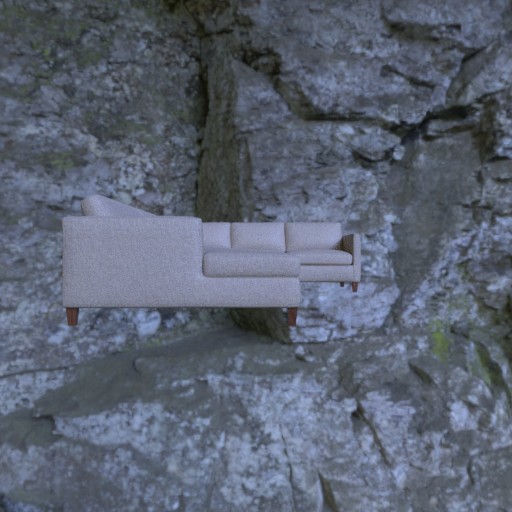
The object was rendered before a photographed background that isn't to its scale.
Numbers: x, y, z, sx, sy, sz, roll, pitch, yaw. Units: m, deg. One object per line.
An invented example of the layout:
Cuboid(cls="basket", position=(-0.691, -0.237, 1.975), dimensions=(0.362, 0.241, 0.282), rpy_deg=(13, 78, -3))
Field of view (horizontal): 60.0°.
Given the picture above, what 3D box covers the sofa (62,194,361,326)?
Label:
Cuboid(cls="sofa", position=(0.000, 0.000, 4.531), dimensions=(2.551, 0.889, 3.403), rpy_deg=(0, 1, 0))
